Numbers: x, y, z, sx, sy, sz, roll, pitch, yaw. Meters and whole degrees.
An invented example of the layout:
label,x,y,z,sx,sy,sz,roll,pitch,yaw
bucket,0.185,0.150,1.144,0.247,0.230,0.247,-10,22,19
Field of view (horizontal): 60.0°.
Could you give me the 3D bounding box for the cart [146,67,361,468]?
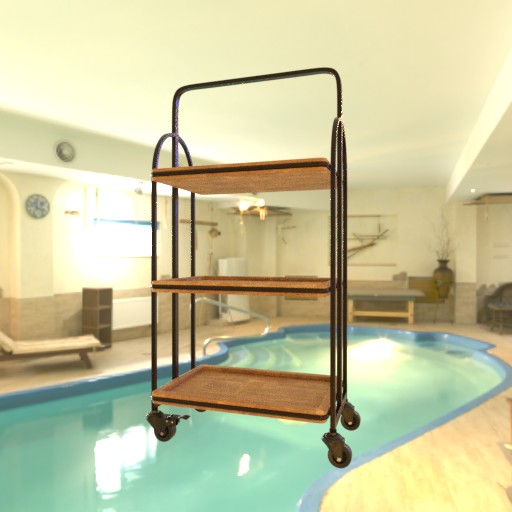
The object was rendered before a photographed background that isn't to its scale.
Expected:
label,x,y,z,sx,sy,sz,roll,pitch,yaw
cart,0.000,0.000,1.241,0.553,1.001,0.327,0,0,18
